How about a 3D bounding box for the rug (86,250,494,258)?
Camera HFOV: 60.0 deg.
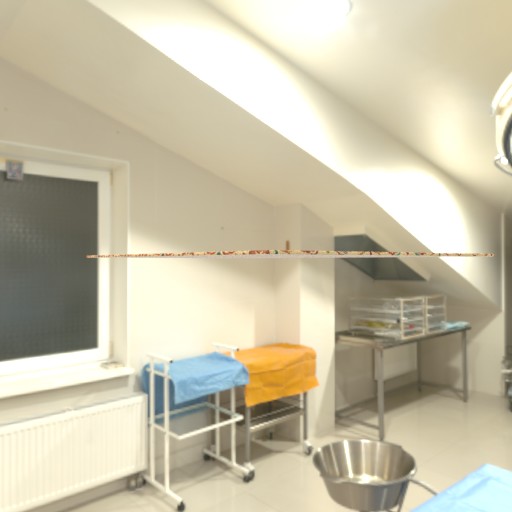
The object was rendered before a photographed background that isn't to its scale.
[{"bbox_3d":[0.000,0.000,2.308,1.226,0.013,1.838,0,-1,-36],"label":"rug"}]
